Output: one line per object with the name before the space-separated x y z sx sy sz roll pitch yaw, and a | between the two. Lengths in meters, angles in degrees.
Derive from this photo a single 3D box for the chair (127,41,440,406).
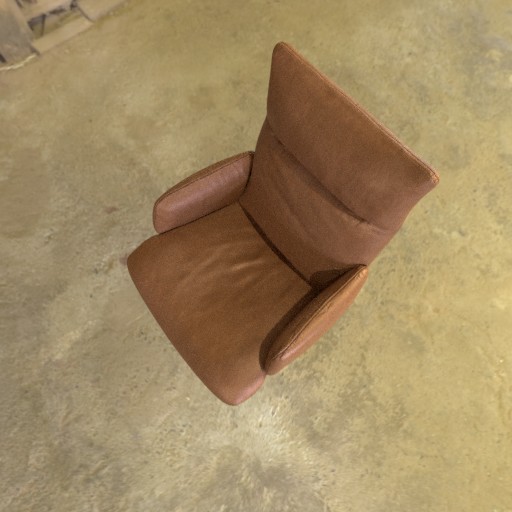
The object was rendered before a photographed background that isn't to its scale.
chair | 0.000 0.000 1.532 0.794 1.027 0.711 -35 69 -15
